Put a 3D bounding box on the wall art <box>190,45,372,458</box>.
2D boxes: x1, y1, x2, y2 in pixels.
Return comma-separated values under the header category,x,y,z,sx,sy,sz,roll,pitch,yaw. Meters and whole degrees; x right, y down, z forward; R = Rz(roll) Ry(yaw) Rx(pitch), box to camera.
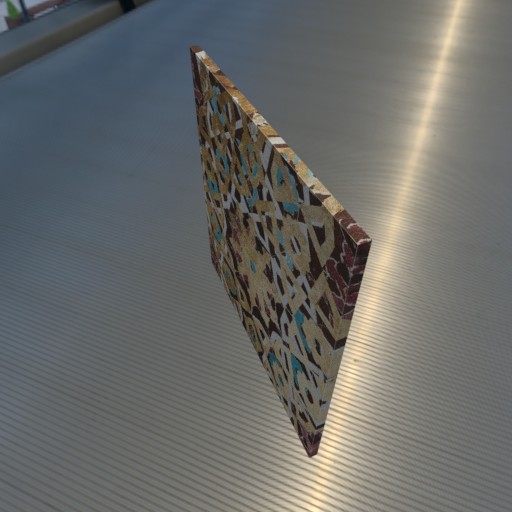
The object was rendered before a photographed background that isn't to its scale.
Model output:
category,x,y,z,sx,sy,sz,roll,pitch,yaw
wall art,0.000,0.000,1.113,0.028,0.762,0.757,-17,48,-16
